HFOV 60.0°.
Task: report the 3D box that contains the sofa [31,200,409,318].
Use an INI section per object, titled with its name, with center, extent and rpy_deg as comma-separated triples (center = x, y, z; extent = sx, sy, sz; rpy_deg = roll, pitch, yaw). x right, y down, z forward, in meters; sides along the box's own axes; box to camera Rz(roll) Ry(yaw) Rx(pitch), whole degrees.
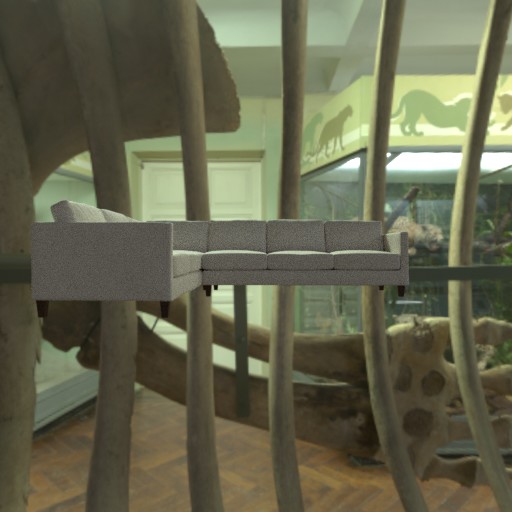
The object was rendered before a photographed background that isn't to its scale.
[sofa]
center = 0.000, 0.000, 4.325
extent = 3.182, 0.863, 2.432
rpy_deg = 0, 1, 1
